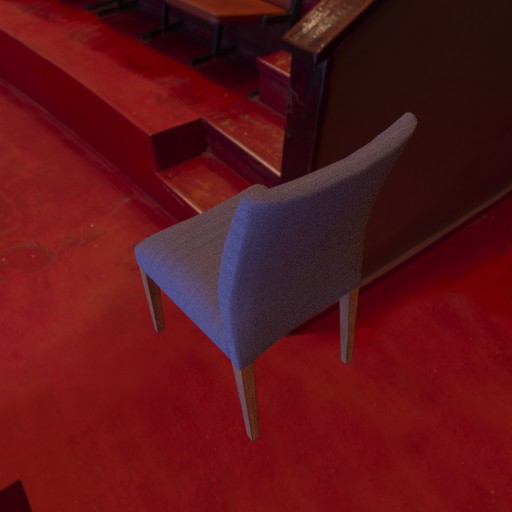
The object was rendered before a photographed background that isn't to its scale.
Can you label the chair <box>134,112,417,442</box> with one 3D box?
[{"bbox_3d":[0.000,0.000,1.253,0.496,0.940,0.585,-30,54,-25],"label":"chair"}]
